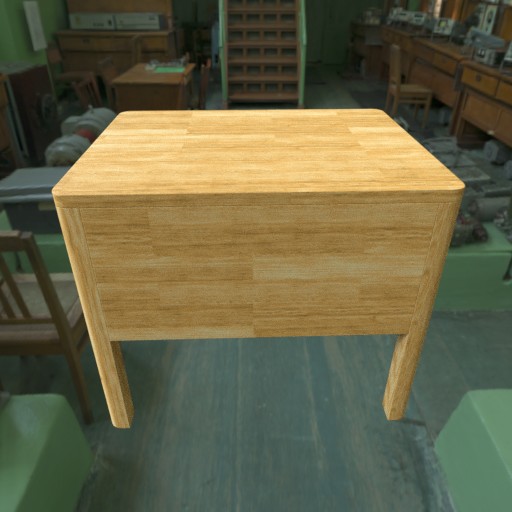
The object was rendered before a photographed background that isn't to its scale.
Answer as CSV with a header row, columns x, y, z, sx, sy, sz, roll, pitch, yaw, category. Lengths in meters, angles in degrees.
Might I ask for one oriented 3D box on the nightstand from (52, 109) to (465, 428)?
x,y,z,sx,sy,sz,roll,pitch,yaw,category
0.000,0.000,0.895,0.560,0.470,0.440,-1,32,-2,nightstand
